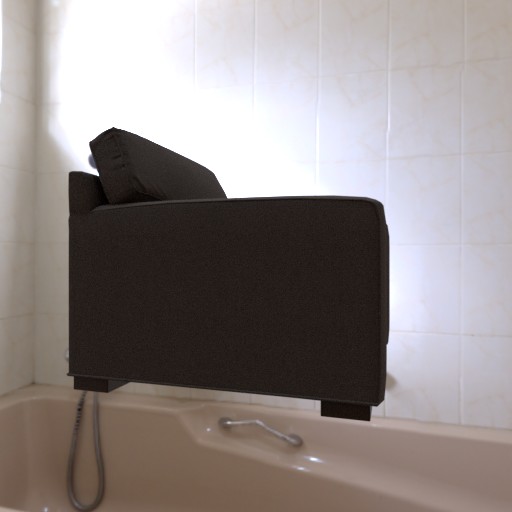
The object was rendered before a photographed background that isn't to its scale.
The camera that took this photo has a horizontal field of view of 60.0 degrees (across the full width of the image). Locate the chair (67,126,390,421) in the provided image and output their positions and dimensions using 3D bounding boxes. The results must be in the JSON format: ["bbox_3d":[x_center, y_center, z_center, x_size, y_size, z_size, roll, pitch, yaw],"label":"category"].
[{"bbox_3d":[0.000,0.000,1.820,1.043,0.913,0.997,0,0,17],"label":"chair"}]
